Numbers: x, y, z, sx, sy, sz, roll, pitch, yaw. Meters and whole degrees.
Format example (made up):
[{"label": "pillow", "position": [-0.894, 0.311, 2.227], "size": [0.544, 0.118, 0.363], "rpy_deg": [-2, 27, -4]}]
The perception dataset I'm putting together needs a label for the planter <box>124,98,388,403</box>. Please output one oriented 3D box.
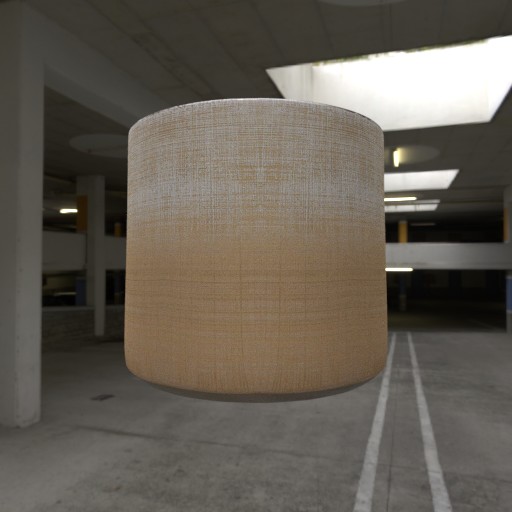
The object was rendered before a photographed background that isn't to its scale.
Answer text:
[{"label": "planter", "position": [0.000, 0.000, 0.389], "size": [0.221, 0.201, 0.221], "rpy_deg": [0, -1, 0]}]
